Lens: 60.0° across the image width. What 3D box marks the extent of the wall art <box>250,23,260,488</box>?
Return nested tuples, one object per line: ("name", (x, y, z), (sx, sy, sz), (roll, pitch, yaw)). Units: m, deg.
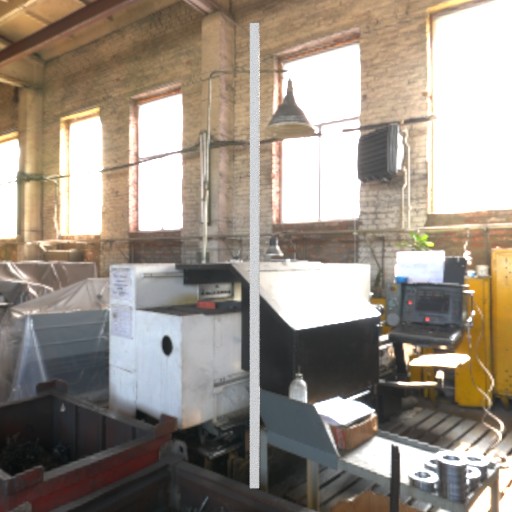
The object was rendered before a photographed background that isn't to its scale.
("wall art", (0.000, 0.000, 0.853), (0.013, 0.656, 0.456), (0, -1, 1))
